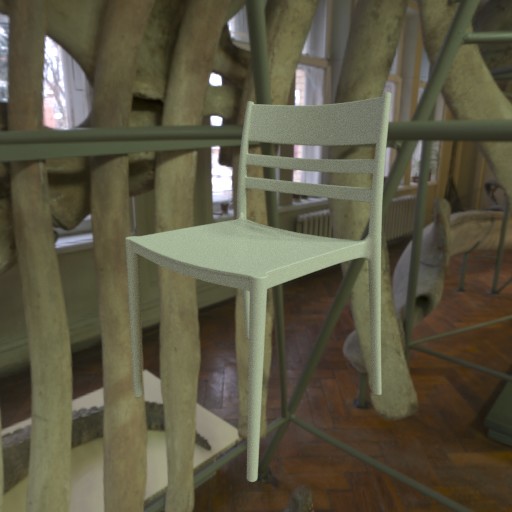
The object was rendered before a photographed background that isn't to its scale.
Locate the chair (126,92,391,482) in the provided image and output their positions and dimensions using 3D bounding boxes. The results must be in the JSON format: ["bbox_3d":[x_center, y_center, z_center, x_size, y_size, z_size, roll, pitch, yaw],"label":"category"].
[{"bbox_3d":[0.000,0.000,1.153,0.531,0.800,0.511,14,21,42],"label":"chair"}]
